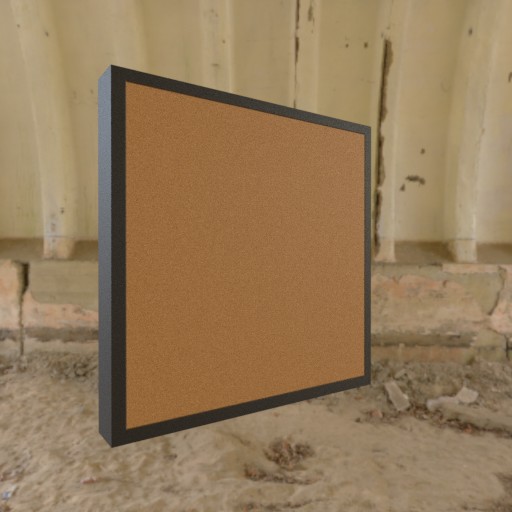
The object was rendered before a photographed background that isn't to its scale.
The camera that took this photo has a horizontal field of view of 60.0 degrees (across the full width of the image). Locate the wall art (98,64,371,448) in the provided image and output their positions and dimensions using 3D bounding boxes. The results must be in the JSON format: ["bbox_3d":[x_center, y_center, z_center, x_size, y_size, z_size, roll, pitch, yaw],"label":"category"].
[{"bbox_3d":[0.000,0.000,0.452,0.304,0.304,0.038,0,0,-35],"label":"wall art"}]
